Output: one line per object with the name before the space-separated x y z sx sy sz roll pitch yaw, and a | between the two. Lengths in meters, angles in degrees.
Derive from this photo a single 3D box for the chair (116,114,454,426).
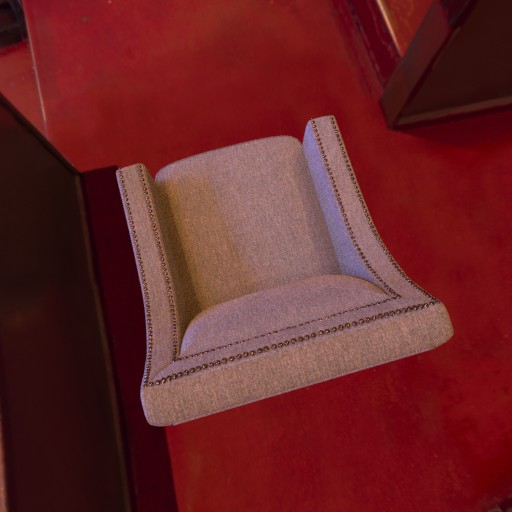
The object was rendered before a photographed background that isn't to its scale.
chair | 0.000 0.000 1.592 0.776 0.967 0.884 -15 77 -4
